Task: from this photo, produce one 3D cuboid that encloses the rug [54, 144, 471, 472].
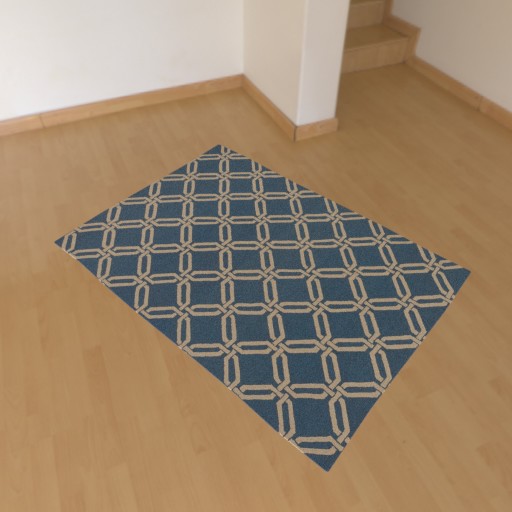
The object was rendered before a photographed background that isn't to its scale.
[{"bbox_3d":[0.000,0.000,2.748,2.135,0.013,1.524,32,54,27],"label":"rug"}]
